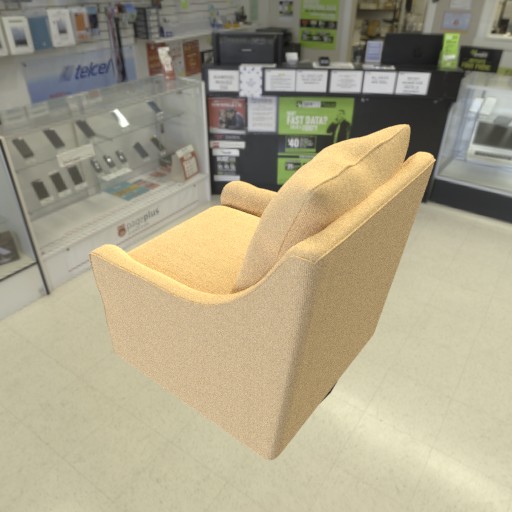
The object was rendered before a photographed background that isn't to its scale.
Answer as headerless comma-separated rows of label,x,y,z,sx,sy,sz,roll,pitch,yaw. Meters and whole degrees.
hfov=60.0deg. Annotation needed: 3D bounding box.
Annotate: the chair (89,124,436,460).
chair,0.000,0.000,1.550,0.876,0.927,0.760,23,40,30
